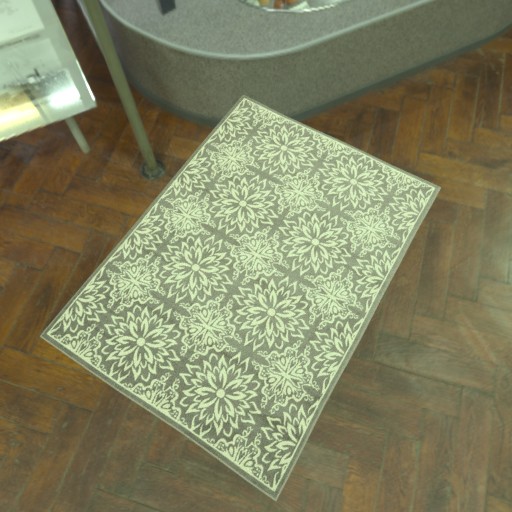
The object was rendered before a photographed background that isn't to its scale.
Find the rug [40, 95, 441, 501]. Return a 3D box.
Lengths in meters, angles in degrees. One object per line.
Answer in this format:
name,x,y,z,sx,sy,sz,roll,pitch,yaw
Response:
rug,0.000,0.000,2.808,1.608,0.014,2.213,29,68,13
